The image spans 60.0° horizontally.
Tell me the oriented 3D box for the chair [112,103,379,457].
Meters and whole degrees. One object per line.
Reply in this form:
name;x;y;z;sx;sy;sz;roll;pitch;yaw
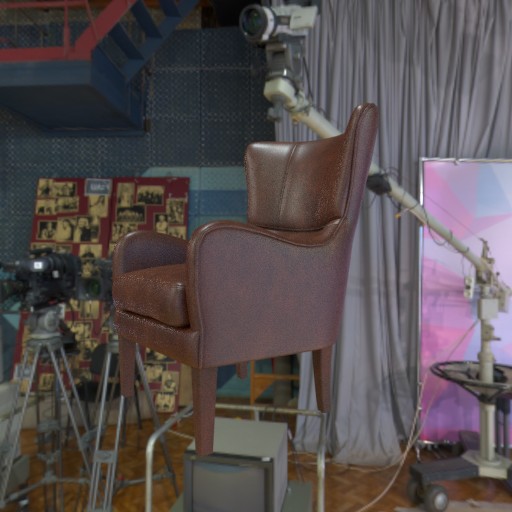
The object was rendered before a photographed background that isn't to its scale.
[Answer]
chair;0.000;0.000;1.631;0.914;1.048;0.692;0;0;-36
